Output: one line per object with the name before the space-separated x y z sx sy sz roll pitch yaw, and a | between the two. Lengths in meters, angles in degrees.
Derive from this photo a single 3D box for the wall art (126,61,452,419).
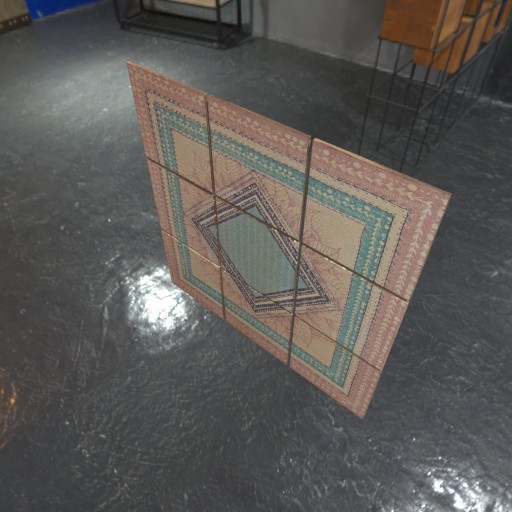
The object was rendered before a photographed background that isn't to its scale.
wall art | 0.000 0.000 1.764 1.215 1.213 0.013 31 53 27
